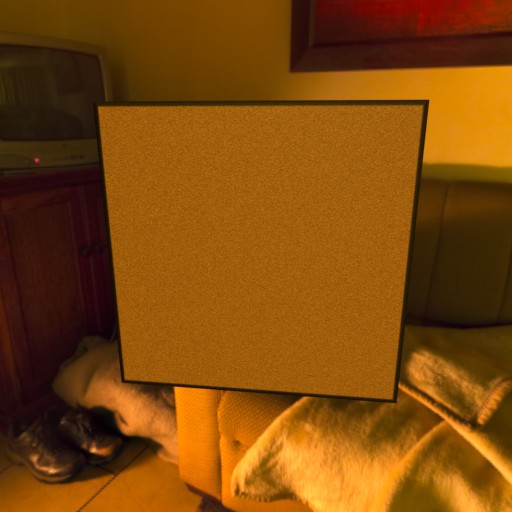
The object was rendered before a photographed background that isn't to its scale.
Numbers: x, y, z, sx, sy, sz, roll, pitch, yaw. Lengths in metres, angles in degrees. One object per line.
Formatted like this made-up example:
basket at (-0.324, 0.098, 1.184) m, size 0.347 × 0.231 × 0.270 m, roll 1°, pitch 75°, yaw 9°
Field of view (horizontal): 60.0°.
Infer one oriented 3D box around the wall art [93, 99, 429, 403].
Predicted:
wall art at (0.000, 0.000, 0.459) m, size 0.304 × 0.303 × 0.037 m, roll 2°, pitch 17°, yaw 7°
